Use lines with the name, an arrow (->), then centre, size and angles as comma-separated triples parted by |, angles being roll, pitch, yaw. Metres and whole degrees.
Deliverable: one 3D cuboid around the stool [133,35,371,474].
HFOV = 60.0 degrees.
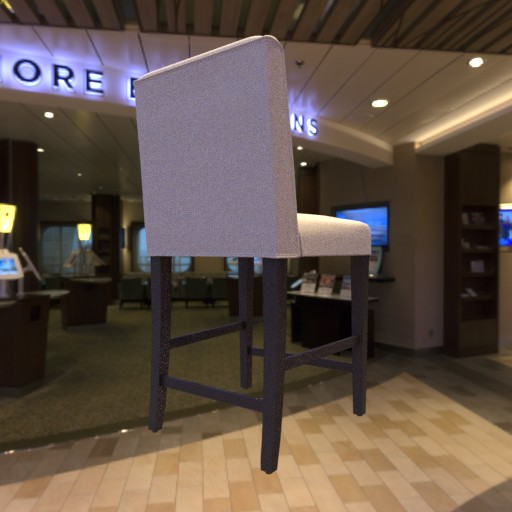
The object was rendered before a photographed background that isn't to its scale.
stool -> 0.000, 0.000, 1.237 | 0.474, 0.939, 0.509 | 1, 1, 36
